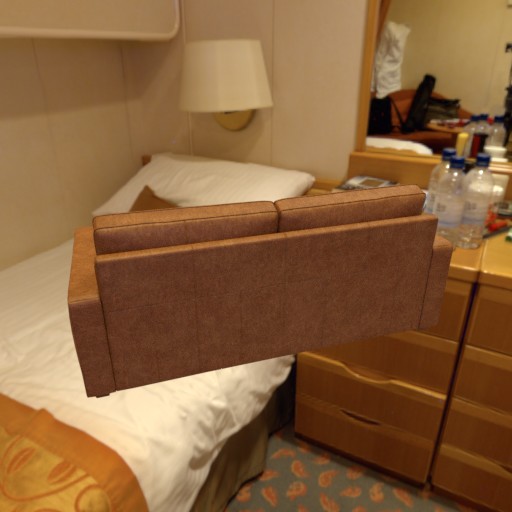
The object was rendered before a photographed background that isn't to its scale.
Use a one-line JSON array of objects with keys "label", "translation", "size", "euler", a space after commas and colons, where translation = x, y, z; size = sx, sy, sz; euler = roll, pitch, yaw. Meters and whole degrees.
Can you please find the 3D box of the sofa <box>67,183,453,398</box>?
[{"label": "sofa", "translation": [0.000, 0.000, 2.752], "size": [2.156, 0.928, 0.991], "euler": [-8, 26, -16]}]
